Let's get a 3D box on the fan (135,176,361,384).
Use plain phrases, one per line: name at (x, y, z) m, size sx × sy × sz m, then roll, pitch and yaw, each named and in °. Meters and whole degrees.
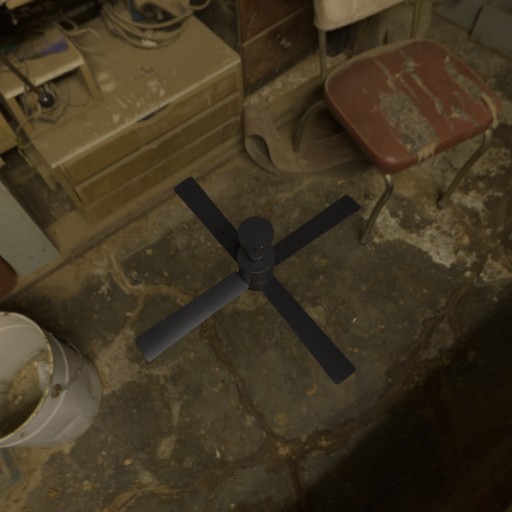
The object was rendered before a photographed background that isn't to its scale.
fan at (0.000, 0.000, 2.361) m, size 1.525 × 0.534 × 1.525 m, roll -34°, pitch 69°, yaw -15°
